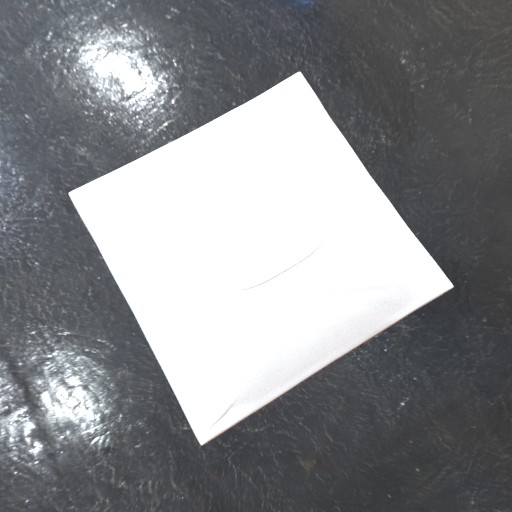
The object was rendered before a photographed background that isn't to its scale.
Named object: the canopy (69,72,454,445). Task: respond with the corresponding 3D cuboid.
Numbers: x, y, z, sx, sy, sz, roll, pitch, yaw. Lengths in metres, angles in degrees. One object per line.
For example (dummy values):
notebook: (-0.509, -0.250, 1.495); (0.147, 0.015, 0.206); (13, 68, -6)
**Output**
canopy: (0.000, 0.000, 5.394); (2.998, 2.997, 2.996); (-30, 78, -7)
